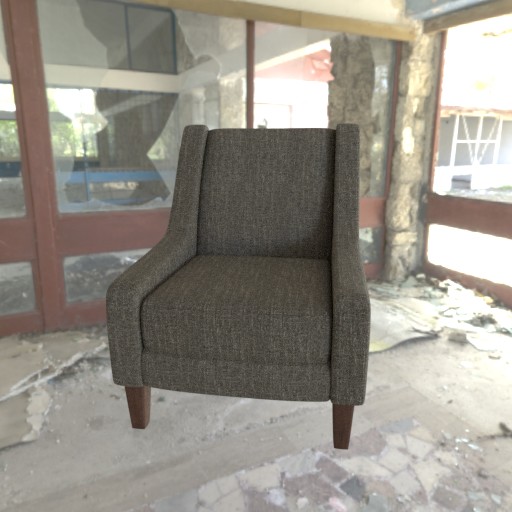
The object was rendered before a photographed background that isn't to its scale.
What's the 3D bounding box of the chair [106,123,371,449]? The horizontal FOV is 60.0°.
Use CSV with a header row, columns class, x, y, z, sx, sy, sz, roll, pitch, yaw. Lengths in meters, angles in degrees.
class,x,y,z,sx,sy,sz,roll,pitch,yaw
chair,0.000,0.000,1.701,0.793,1.012,0.944,2,14,9
